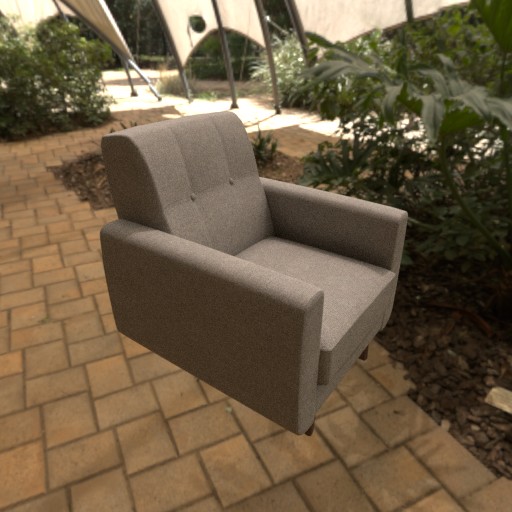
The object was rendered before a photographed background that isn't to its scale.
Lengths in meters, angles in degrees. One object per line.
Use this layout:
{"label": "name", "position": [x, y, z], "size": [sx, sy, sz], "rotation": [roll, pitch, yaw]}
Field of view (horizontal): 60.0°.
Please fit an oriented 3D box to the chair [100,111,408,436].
{"label": "chair", "position": [0.000, 0.000, 1.737], "size": [0.942, 0.968, 0.845], "rotation": [18, 32, 31]}
